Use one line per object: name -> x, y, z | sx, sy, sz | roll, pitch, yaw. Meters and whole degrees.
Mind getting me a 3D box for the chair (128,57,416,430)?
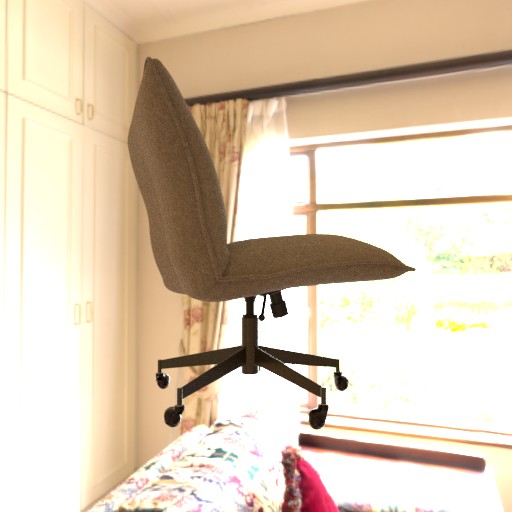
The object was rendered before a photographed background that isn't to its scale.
chair -> 0.000, 0.000, 1.268 | 0.696, 0.811, 0.597 | 0, -1, -19
